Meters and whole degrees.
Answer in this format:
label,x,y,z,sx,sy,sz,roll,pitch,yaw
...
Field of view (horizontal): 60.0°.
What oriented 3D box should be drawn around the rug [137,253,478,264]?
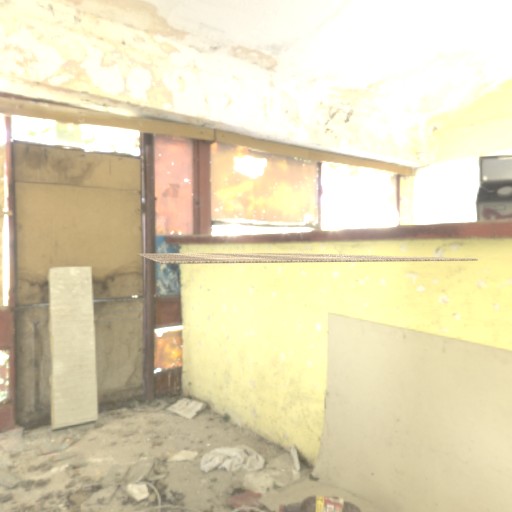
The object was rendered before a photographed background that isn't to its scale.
label,x,y,z,sx,sy,sz,roll,pitch,yaw
rug,0.000,0.000,3.121,1.549,0.010,2.464,0,1,-17
